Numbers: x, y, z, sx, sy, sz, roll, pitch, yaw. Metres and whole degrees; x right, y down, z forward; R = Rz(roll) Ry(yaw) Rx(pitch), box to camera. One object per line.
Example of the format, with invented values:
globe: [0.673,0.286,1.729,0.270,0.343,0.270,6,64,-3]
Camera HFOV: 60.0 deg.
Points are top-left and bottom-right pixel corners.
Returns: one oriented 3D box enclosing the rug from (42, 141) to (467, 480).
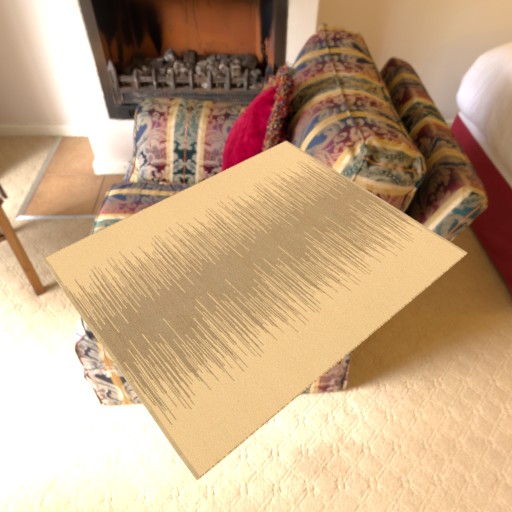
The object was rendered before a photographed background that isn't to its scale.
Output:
rug: [0.000,0.000,4.045,3.037,0.010,2.453,-32,54,-26]
